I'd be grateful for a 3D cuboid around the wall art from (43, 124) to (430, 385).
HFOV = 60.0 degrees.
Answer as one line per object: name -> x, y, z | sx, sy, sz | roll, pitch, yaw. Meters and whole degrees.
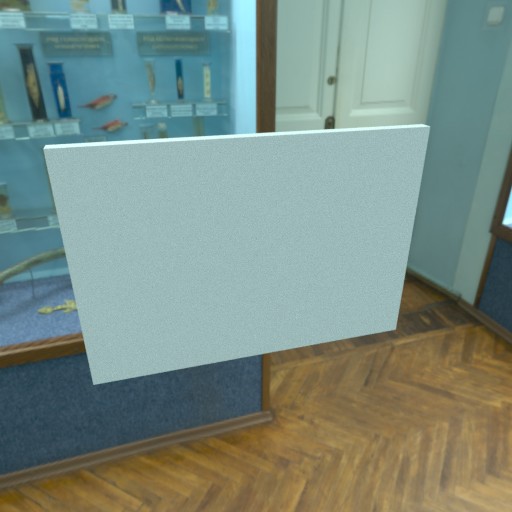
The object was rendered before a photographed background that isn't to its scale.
wall art -> 0.000, 0.000, 1.679 | 1.308, 0.902, 0.051 | -7, 27, -14
